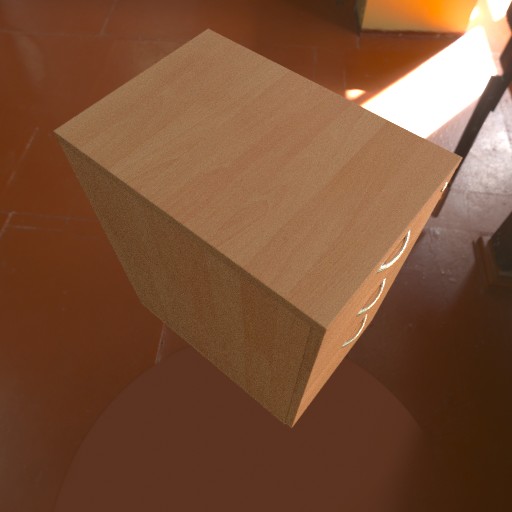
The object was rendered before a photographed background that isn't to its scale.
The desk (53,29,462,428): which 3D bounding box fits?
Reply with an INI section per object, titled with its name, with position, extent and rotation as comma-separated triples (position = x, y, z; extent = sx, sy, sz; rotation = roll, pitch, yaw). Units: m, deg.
[desk]
position = 0.000, 0.000, 1.077
extent = 0.600, 0.730, 0.404
rotation = 35, 65, 19
